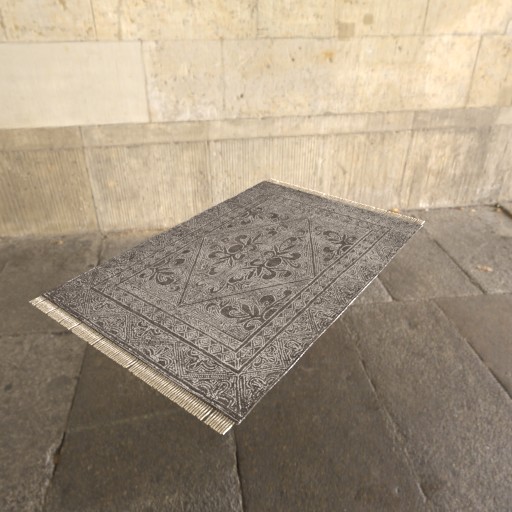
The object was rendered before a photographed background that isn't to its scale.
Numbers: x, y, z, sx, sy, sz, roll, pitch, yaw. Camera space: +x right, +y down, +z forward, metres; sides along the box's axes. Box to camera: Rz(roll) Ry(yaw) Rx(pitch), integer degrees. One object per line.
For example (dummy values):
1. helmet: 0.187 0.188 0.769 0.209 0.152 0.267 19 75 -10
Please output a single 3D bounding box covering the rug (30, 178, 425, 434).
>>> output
1. rug: 0.000 0.000 3.051 1.529 0.010 2.440 22 38 31
